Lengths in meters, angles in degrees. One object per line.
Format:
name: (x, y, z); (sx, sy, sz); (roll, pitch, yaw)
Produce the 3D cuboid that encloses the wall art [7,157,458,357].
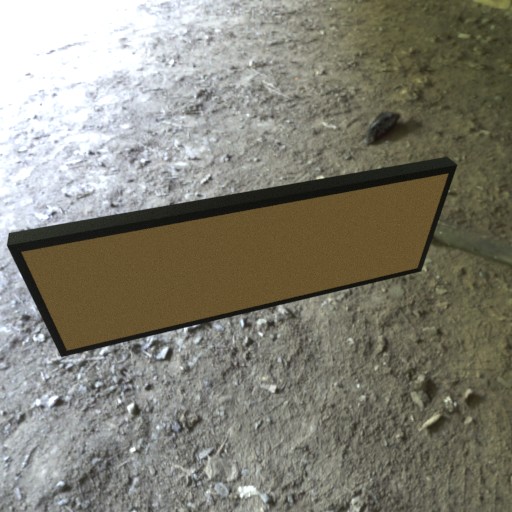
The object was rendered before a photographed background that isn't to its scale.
wall art: (0.000, 0.000, 0.930); (0.860, 0.303, 0.037); (-12, 43, -13)
